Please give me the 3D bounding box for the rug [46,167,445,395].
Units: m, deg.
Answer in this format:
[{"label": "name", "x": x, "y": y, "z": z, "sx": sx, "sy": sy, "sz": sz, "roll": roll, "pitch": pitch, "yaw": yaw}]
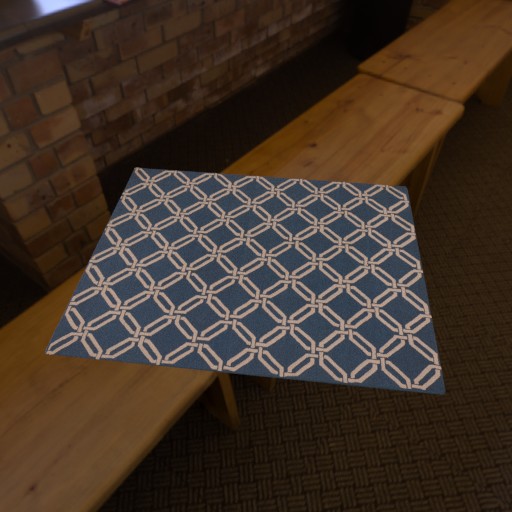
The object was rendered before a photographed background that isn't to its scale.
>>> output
[{"label": "rug", "x": 0.000, "y": 0.000, "z": 3.891, "sx": 2.867, "sy": 0.020, "sz": 2.277, "roll": 5, "pitch": 48, "yaw": 4}]
